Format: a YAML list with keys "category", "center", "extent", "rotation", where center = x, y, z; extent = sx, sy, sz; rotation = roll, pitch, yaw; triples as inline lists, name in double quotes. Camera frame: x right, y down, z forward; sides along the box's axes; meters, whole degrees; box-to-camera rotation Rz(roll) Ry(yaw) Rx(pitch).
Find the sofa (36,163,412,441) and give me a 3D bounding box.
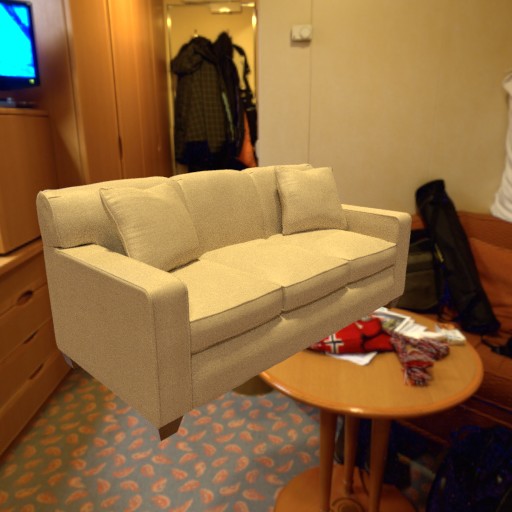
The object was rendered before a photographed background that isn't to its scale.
- category: "sofa"
  center: [0.000, 0.000, 2.580]
  extent: [0.997, 0.958, 2.024]
  rotation: [15, 22, 42]
